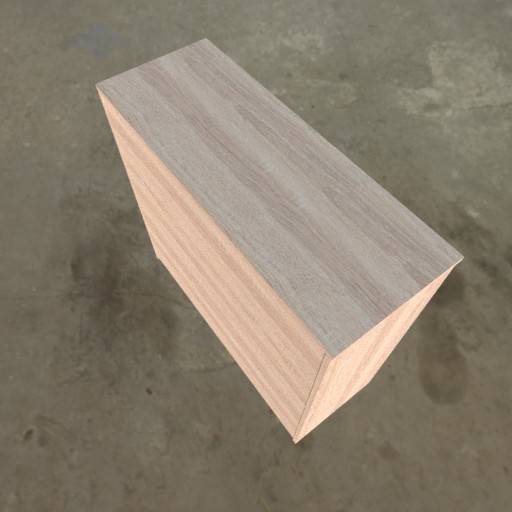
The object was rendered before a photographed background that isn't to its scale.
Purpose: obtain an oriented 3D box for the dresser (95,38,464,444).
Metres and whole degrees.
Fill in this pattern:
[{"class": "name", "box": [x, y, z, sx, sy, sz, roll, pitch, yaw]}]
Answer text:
[{"class": "dresser", "box": [0.000, 0.000, 1.459, 0.380, 0.900, 0.980, -32, 63, -19]}]
